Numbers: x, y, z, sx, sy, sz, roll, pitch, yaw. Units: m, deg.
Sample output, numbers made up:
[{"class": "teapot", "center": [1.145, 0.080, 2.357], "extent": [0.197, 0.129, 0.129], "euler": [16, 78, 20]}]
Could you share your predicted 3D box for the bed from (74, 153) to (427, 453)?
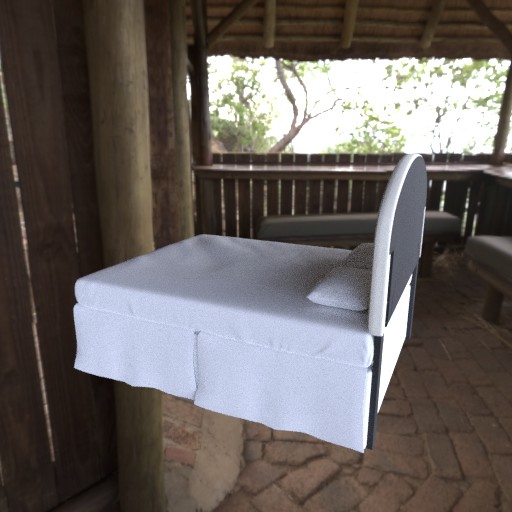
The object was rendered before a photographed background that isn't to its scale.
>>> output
[{"class": "bed", "center": [0.000, 0.000, 3.055], "extent": [2.005, 1.410, 1.607], "euler": [7, 17, 25]}]
